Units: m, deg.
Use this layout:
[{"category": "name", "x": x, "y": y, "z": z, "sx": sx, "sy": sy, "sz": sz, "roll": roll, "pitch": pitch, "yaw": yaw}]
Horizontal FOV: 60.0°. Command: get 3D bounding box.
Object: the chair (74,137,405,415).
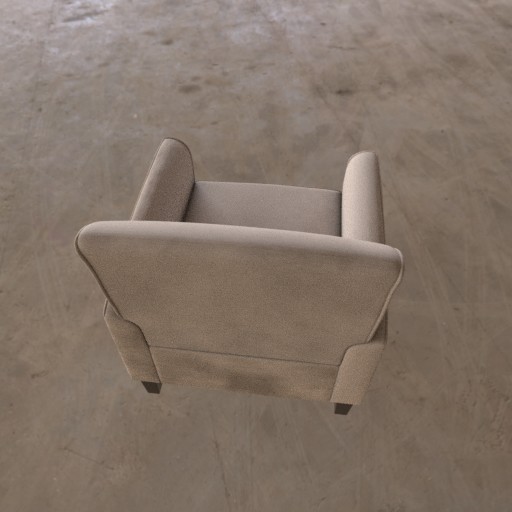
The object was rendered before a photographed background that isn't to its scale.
[{"category": "chair", "x": 0.000, "y": 0.000, "z": 1.541, "sx": 0.820, "sy": 0.915, "sz": 0.821, "roll": 5, "pitch": 48, "yaw": 4}]
